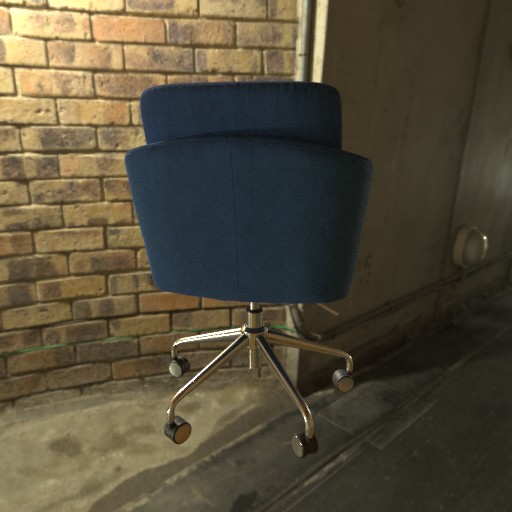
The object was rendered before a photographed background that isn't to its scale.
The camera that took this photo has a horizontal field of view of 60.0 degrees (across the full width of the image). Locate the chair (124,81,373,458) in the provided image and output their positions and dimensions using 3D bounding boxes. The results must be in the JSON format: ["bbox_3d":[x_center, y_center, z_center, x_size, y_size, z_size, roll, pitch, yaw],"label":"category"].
[{"bbox_3d":[0.000,0.000,1.314,0.641,0.908,0.635,2,15,9],"label":"chair"}]
